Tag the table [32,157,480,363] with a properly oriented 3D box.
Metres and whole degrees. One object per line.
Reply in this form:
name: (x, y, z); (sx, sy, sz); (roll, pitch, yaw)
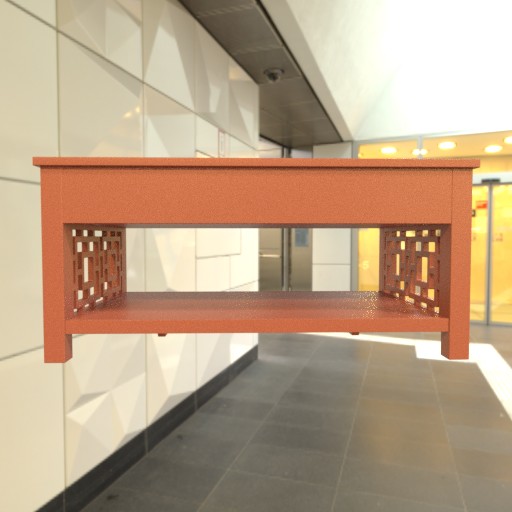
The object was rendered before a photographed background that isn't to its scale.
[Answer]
table: (0.000, 0.000, 1.371); (1.068, 0.493, 0.612); (0, 2, -2)
